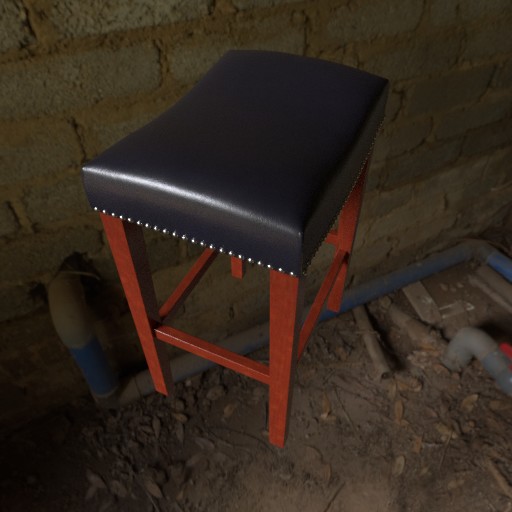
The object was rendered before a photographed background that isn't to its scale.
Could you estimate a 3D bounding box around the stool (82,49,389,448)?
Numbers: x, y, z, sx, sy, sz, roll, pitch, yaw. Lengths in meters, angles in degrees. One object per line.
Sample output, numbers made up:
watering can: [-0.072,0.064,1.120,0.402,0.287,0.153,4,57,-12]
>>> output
stool: [0.000,0.000,1.011,0.372,0.742,0.504,18,49,17]
